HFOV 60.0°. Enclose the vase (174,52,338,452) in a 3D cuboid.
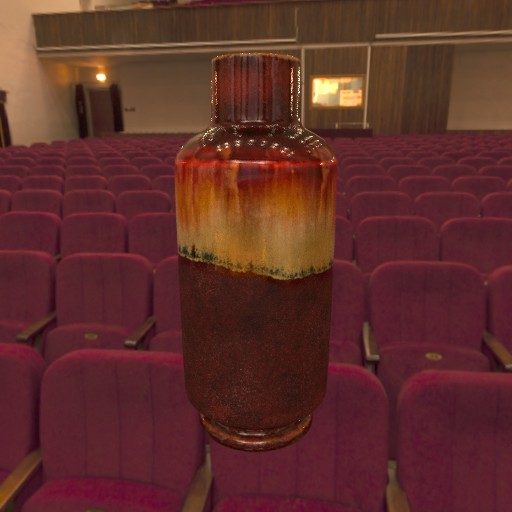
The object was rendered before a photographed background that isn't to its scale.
[{"bbox_3d":[0.000,0.000,0.319,0.111,0.261,0.111,0,15,0],"label":"vase"}]
